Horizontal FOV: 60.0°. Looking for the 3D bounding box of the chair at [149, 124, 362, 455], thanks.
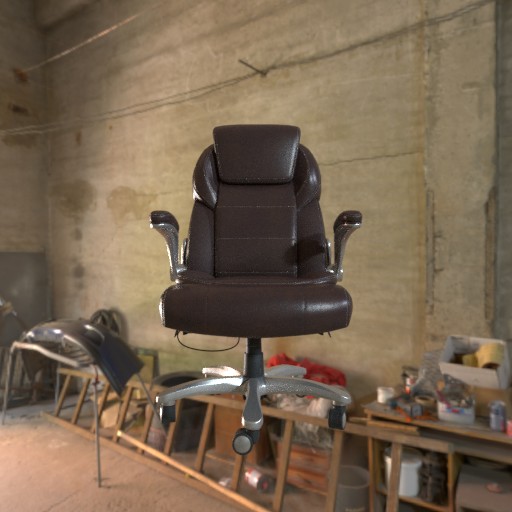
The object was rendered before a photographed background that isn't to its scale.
[{"bbox_3d":[0.000,0.000,1.658,0.733,1.160,0.774,0,0,0],"label":"chair"}]
